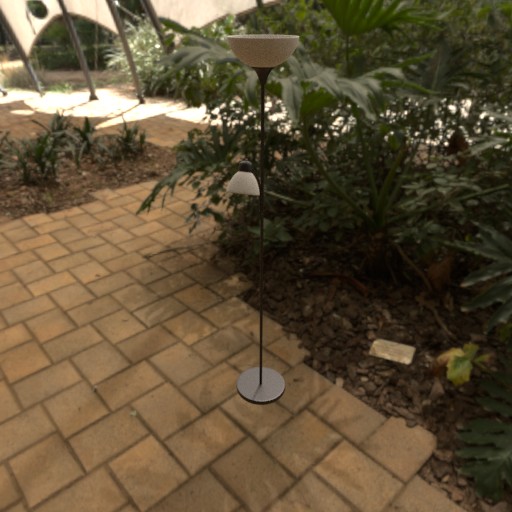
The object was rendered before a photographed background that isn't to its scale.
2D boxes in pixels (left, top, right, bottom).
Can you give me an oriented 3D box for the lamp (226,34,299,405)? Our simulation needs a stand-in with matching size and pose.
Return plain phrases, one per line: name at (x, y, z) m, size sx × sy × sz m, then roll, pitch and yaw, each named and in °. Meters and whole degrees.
lamp at (0.000, 0.000, 2.038) m, size 0.279 × 1.804 × 0.442 m, roll 9°, pitch 30°, yaw 16°
